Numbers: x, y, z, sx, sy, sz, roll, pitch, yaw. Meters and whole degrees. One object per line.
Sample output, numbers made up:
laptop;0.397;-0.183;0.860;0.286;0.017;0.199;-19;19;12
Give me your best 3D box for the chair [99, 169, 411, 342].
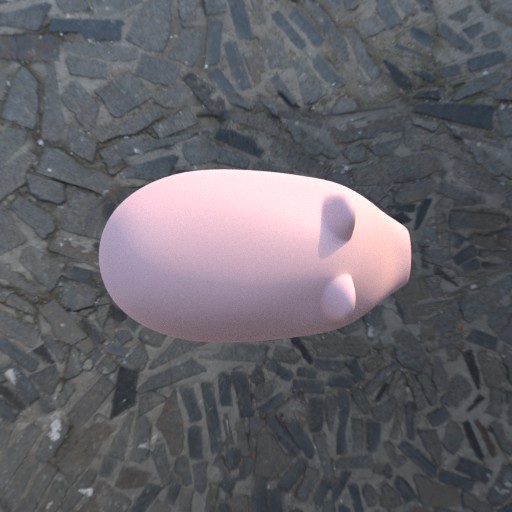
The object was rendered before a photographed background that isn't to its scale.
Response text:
chair;0.000;0.000;0.887;0.619;0.423;0.364;0;91;-1
